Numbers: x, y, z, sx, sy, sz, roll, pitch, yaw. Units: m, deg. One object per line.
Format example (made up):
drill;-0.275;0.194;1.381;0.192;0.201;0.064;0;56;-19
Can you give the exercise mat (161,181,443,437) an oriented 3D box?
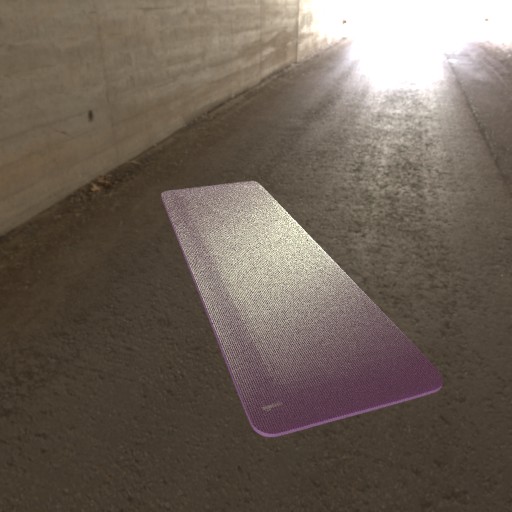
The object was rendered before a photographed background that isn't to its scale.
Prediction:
exercise mat;0.000;0.000;2.020;0.616;0.021;1.869;-9;31;-16
